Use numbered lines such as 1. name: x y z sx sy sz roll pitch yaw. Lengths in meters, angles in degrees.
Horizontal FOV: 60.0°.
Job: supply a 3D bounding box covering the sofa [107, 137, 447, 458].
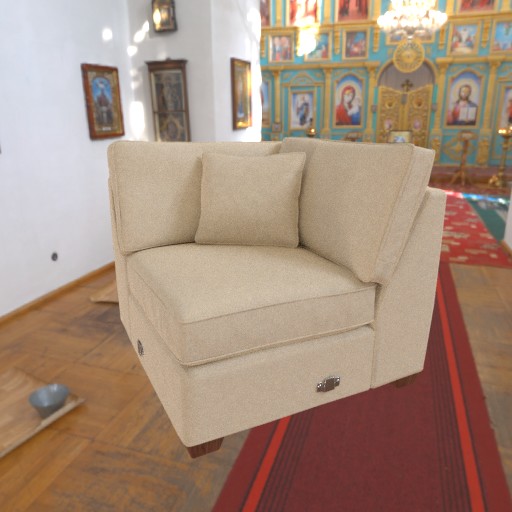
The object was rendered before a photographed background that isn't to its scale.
1. sofa: 0.000 0.000 1.964 1.084 1.002 1.146 -8 19 -26
